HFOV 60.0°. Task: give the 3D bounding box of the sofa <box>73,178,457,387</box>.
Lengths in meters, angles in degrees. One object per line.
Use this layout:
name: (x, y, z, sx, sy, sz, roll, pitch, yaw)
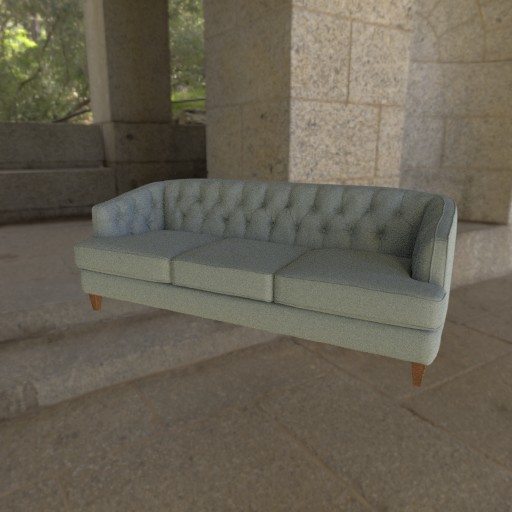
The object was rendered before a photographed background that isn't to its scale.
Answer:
sofa: (0.000, 0.000, 2.786, 2.278, 0.855, 0.941, 7, 16, 26)
